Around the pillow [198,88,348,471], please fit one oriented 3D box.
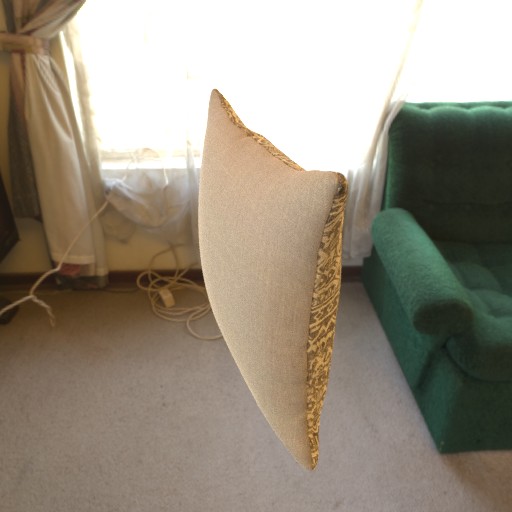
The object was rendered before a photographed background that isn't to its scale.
[{"bbox_3d":[0.000,0.000,0.789,0.180,0.487,0.546,-10,31,-16],"label":"pillow"}]
